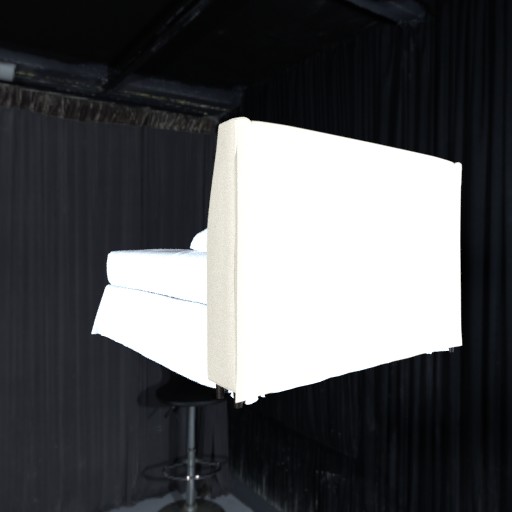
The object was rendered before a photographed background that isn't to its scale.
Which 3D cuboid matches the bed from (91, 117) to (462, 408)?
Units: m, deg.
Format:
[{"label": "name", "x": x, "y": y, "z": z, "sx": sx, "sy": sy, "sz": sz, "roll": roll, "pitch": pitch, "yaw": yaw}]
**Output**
[{"label": "bed", "x": 0.000, "y": 0.000, "z": 3.422, "sx": 1.925, "sy": 1.332, "sz": 2.276, "roll": -1, "pitch": 2, "yaw": -36}]
